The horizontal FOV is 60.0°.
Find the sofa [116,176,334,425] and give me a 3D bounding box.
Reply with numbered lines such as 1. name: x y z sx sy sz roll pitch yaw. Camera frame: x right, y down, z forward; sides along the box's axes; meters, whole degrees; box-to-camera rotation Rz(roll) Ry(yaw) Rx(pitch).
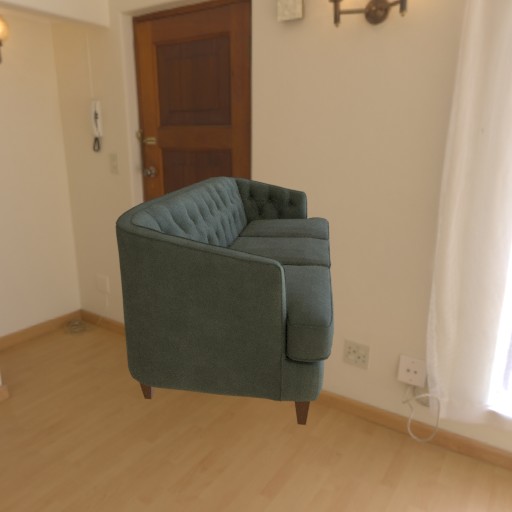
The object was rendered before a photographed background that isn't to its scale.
1. sofa: 0.000 0.000 2.806 0.941 0.855 2.278 2 15 8
